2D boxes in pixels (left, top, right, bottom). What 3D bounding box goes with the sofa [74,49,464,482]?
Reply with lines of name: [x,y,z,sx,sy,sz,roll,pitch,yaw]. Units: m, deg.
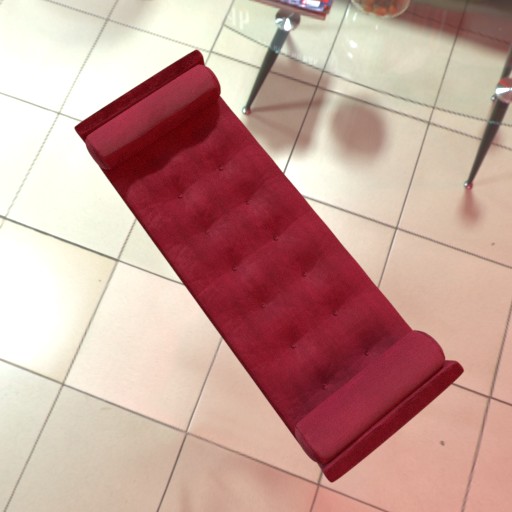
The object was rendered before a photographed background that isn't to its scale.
sofa: [0.000,0.000,2.389,0.796,0.705,2.102,-36,79,-8]
